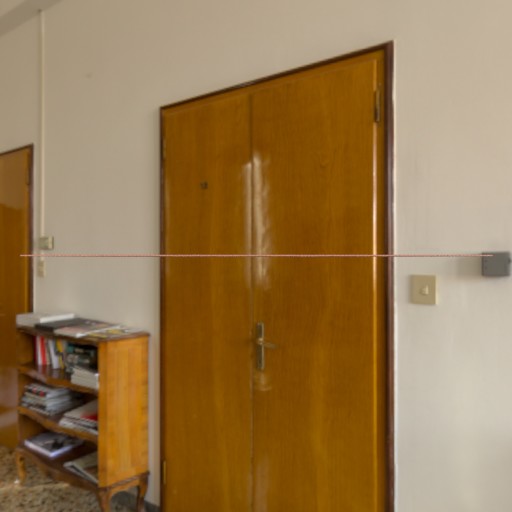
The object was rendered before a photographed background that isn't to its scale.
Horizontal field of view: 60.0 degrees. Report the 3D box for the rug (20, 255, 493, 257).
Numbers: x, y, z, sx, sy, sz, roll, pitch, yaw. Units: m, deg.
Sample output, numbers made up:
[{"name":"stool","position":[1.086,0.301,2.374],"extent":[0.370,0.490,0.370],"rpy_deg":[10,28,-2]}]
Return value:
[{"name":"rug","position":[0.000,0.000,3.034],"extent":[2.438,0.008,1.523],"rpy_deg":[0,0,0]}]
